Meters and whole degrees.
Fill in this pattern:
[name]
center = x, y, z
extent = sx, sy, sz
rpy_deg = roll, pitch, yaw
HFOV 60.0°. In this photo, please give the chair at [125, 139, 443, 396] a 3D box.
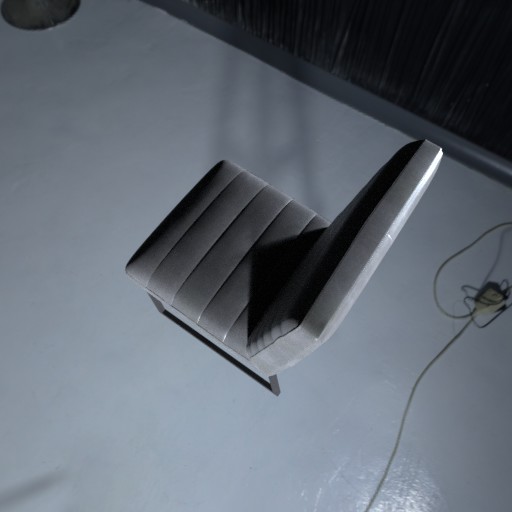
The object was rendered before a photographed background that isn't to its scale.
[chair]
center = 0.000, 0.000, 1.314
extent = 0.634, 0.930, 0.520
rpy_deg = 32, 69, 14
